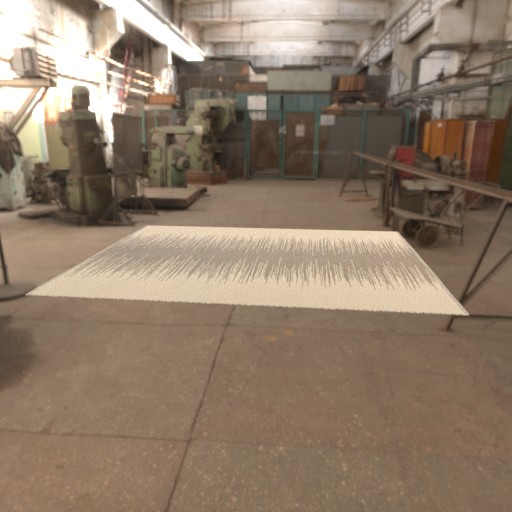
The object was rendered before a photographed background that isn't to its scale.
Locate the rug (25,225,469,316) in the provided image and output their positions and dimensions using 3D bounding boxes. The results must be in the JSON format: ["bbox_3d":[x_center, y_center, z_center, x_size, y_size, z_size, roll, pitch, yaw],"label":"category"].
[{"bbox_3d":[0.000,0.000,4.148,3.037,0.010,2.453,2,16,7],"label":"rug"}]
